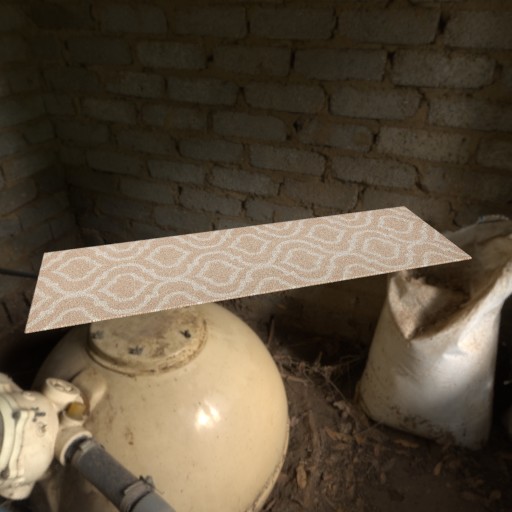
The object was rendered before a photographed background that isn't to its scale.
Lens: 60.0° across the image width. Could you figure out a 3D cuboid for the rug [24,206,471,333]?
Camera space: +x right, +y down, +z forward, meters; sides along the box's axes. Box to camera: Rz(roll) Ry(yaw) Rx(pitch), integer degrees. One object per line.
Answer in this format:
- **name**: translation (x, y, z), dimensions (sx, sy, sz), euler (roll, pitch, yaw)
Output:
- **rug**: translation (0.000, 0.000, 2.476), dimensions (2.289, 0.013, 0.691), euler (-8, 33, -13)
